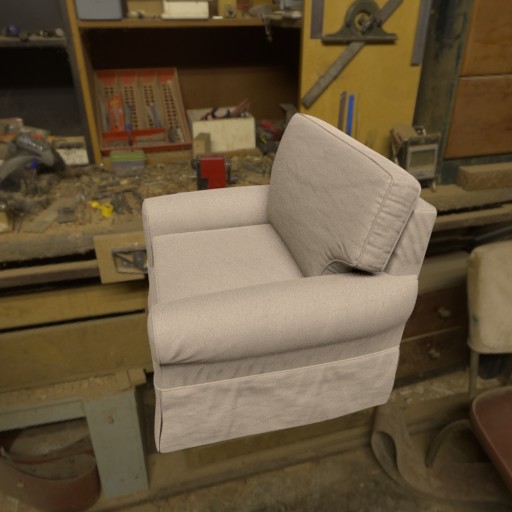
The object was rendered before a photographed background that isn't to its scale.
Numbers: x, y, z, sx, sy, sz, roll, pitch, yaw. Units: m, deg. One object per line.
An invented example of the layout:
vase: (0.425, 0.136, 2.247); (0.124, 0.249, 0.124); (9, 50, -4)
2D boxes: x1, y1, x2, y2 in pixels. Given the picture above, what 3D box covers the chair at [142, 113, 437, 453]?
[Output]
chair: (0.000, 0.000, 1.890); (0.988, 1.017, 1.135); (-7, 30, -12)
